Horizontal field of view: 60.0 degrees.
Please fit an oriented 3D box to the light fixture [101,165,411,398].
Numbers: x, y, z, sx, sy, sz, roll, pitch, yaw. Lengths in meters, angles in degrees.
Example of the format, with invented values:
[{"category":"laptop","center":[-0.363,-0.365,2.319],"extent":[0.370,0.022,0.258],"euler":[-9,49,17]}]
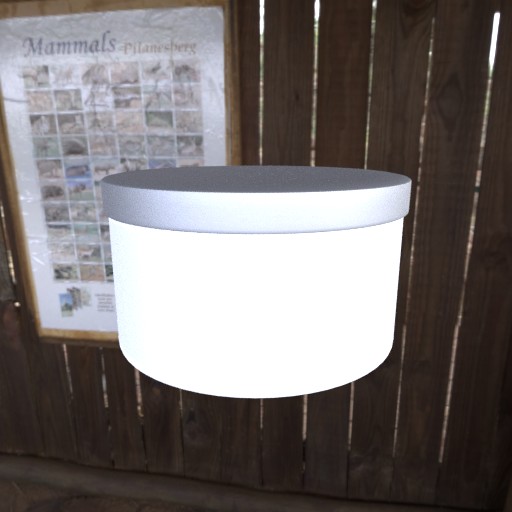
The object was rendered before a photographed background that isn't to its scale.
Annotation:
[{"category":"light fixture","center":[0.000,0.000,0.620],"extent":[0.393,0.229,0.393],"euler":[0,15,0]}]
